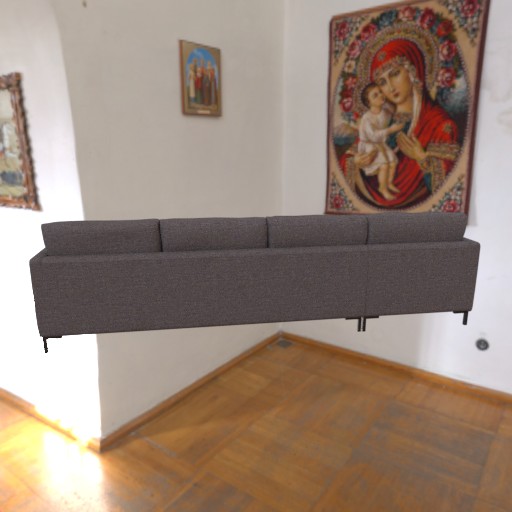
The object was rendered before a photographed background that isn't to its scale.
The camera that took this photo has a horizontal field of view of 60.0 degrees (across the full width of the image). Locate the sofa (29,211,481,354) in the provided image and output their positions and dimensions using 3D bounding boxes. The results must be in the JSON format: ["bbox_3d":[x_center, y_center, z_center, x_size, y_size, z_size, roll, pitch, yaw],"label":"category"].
[{"bbox_3d":[0.000,0.000,3.219,2.731,0.754,1.258,-2,15,-9],"label":"sofa"}]
